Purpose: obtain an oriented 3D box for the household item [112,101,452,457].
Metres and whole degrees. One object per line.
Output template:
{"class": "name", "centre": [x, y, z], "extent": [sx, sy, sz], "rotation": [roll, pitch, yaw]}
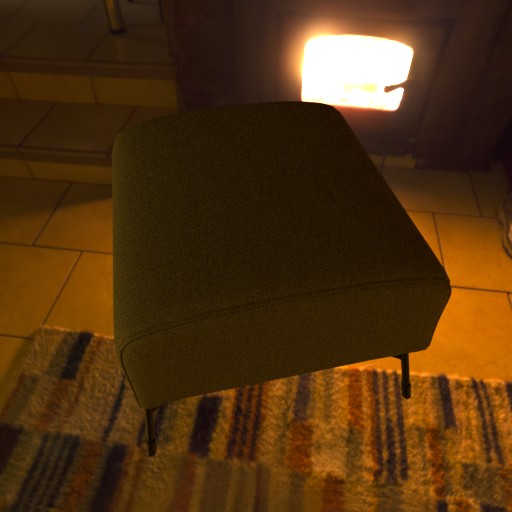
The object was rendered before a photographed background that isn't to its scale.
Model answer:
{"class": "household item", "centre": [0.000, 0.000, 0.876], "extent": [0.530, 0.410, 0.530], "rotation": [-9, 49, -8]}
